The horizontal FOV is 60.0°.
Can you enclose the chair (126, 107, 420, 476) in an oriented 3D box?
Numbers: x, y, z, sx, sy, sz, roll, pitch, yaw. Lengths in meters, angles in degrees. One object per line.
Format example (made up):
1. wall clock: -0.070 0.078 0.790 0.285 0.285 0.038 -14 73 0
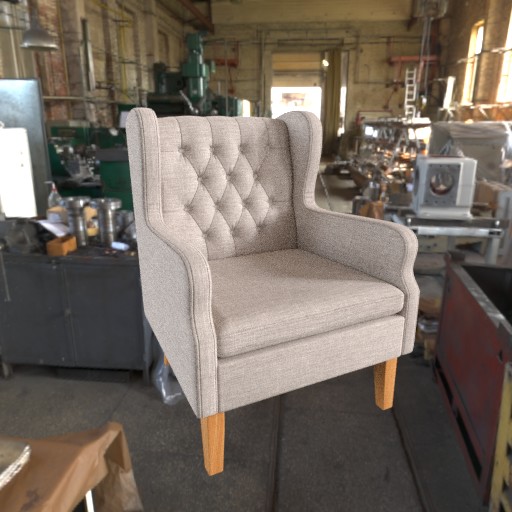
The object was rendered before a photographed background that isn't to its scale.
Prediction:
1. chair: 0.000 0.000 1.460 0.710 0.930 0.760 -9 19 -26
